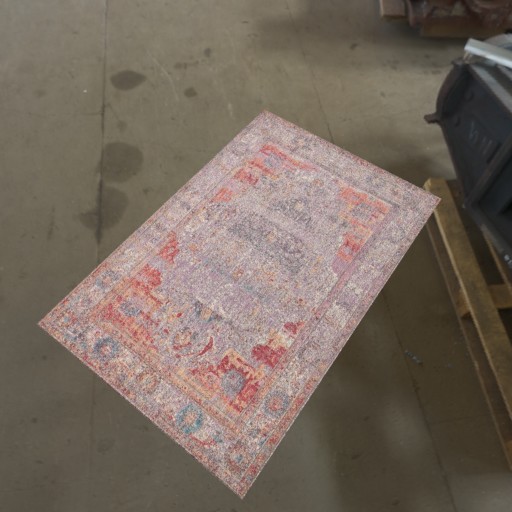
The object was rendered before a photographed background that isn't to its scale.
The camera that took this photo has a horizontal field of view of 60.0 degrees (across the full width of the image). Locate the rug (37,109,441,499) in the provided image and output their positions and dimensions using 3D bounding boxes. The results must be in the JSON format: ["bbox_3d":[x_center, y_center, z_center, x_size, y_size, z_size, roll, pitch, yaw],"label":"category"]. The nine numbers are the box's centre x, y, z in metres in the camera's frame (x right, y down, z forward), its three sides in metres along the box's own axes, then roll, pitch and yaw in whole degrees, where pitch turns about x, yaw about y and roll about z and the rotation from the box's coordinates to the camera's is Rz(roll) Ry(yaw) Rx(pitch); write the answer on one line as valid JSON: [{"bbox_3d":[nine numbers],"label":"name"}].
[{"bbox_3d":[0.000,0.000,2.280,1.219,0.005,1.829,32,64,18],"label":"rug"}]
